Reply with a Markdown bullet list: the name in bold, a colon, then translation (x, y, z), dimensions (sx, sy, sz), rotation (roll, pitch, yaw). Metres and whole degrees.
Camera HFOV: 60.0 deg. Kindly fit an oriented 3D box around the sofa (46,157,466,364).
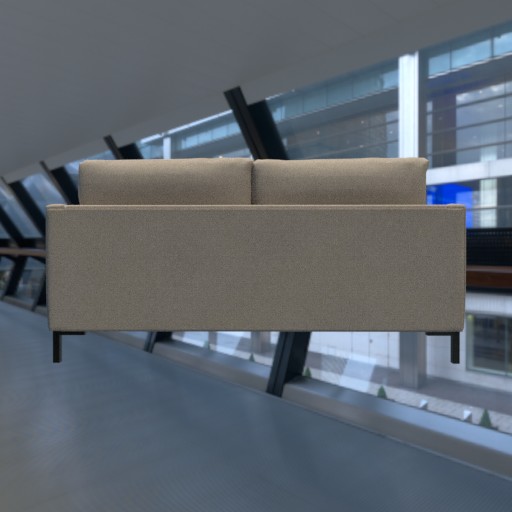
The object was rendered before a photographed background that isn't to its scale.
- **sofa**: translation (0.000, 0.000, 2.163), dimensions (1.682, 0.840, 0.875), rotation (0, 0, 1)
